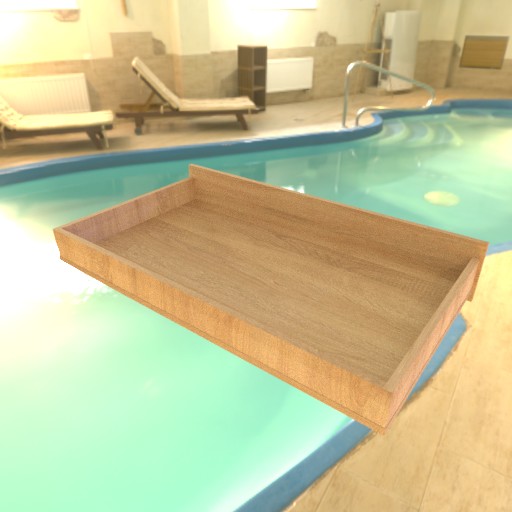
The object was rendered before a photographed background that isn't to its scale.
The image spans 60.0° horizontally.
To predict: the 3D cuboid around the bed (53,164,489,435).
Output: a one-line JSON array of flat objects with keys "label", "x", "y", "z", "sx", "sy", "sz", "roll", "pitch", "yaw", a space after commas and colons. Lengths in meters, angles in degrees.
[{"label": "bed", "x": 0.000, "y": 0.000, "z": 1.424, "sx": 1.200, "sy": 0.209, "sz": 0.685, "roll": 21, "pitch": 35, "yaw": 32}]
